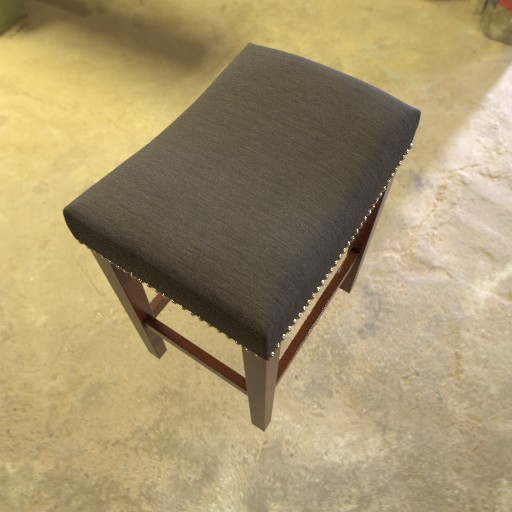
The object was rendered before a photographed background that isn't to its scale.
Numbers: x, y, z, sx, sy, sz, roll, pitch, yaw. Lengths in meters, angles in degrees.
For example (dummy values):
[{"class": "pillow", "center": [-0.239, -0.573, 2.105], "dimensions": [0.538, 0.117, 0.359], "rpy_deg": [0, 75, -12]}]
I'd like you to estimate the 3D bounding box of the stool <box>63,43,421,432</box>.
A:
[{"class": "stool", "center": [0.000, 0.000, 0.953], "dimensions": [0.372, 0.654, 0.504], "rpy_deg": [29, 63, 17]}]
